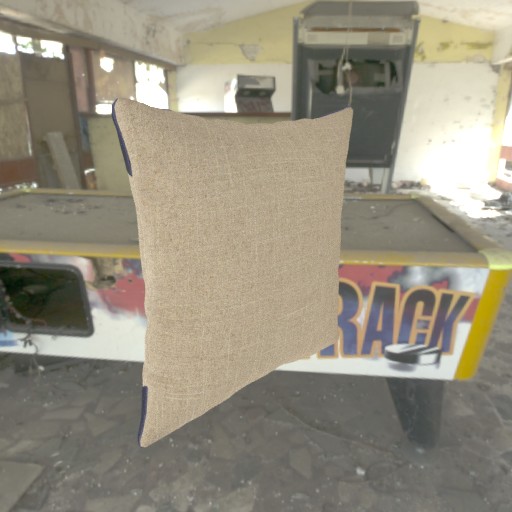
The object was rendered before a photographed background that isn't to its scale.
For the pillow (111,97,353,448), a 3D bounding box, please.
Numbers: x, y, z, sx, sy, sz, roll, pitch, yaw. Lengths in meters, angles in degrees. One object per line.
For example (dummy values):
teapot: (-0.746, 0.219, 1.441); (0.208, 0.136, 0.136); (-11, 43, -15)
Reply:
pillow: (0.000, 0.000, 0.673); (0.147, 0.441, 0.440); (16, 23, 42)
